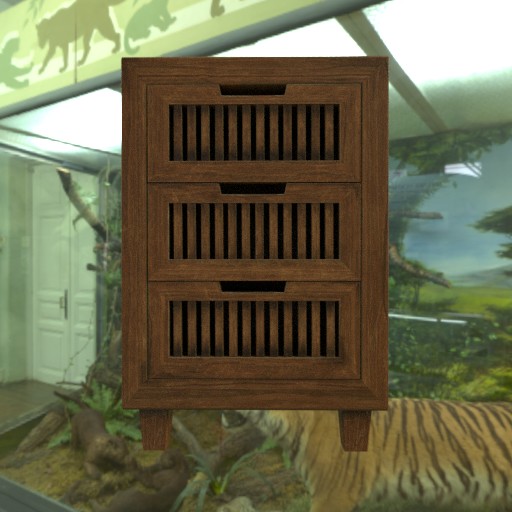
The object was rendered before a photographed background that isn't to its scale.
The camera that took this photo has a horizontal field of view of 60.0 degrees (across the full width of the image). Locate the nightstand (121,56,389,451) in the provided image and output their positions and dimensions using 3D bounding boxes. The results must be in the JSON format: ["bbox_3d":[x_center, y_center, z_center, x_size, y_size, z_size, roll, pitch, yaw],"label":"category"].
[{"bbox_3d":[0.000,0.000,0.973,0.465,0.695,0.410,0,0,1],"label":"nightstand"}]
